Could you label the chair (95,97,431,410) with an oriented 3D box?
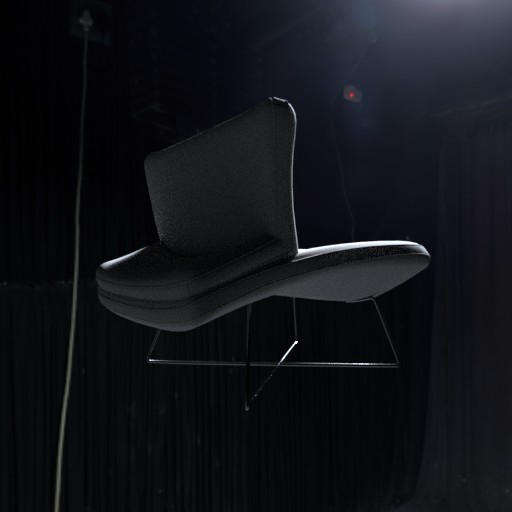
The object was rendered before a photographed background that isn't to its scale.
[{"bbox_3d":[0.000,0.000,1.657,1.008,0.855,0.859,0,0,-36],"label":"chair"}]
